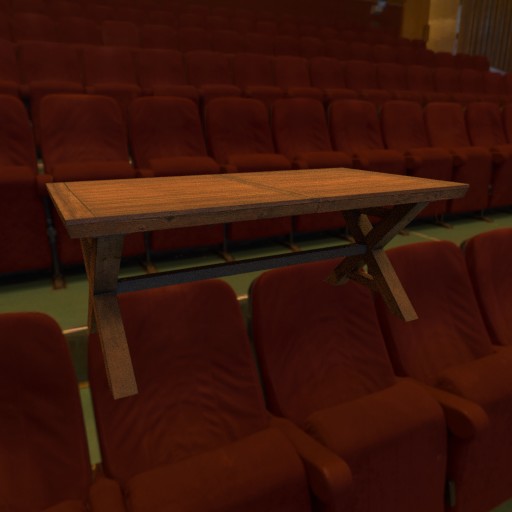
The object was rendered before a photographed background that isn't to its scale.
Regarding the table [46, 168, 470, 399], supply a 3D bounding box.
[{"bbox_3d":[0.000,0.000,2.451,1.966,0.793,1.071,-8,18,-26],"label":"table"}]
